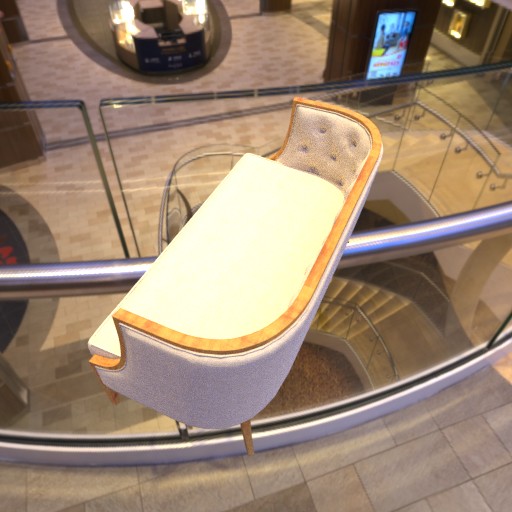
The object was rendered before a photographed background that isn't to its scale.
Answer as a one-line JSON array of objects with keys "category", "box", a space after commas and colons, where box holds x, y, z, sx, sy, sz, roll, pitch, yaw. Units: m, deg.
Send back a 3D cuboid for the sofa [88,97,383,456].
[{"category": "sofa", "box": [0.000, 0.000, 1.968, 0.770, 0.775, 1.474, 19, 49, 17]}]
